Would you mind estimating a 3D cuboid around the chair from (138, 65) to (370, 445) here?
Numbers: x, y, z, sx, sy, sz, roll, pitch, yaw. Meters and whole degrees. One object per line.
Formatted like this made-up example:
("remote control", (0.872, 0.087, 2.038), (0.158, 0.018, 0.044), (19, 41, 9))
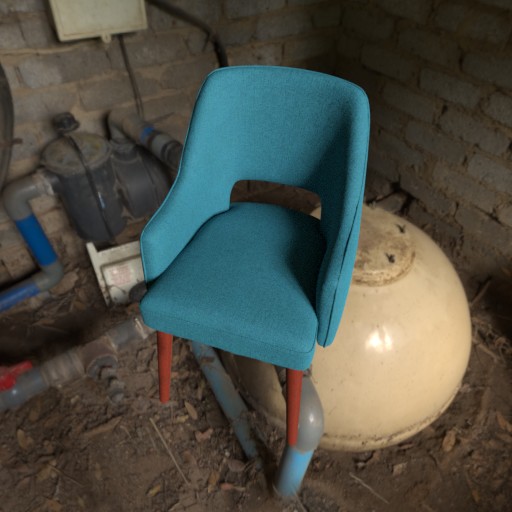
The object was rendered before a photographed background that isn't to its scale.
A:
("chair", (0.000, 0.000, 1.260), (0.548, 0.849, 0.605), (13, 45, 14))
